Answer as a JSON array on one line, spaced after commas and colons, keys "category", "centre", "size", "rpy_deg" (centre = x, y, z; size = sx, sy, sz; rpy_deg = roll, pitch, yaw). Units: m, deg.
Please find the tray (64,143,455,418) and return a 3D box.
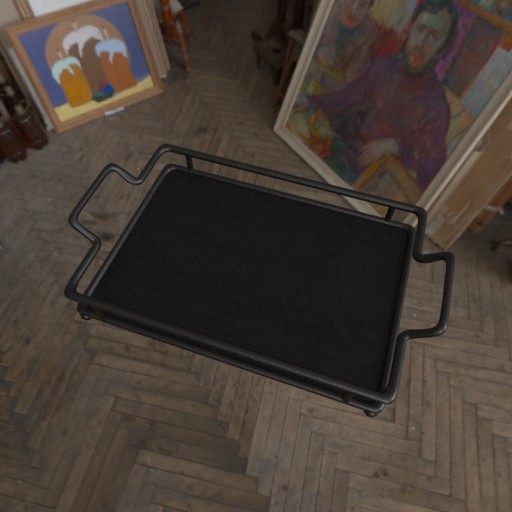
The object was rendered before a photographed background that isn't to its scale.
[{"category": "tray", "centre": [0.000, 0.000, 0.611], "size": [0.495, 0.101, 0.297], "rpy_deg": [16, 58, 10]}]
